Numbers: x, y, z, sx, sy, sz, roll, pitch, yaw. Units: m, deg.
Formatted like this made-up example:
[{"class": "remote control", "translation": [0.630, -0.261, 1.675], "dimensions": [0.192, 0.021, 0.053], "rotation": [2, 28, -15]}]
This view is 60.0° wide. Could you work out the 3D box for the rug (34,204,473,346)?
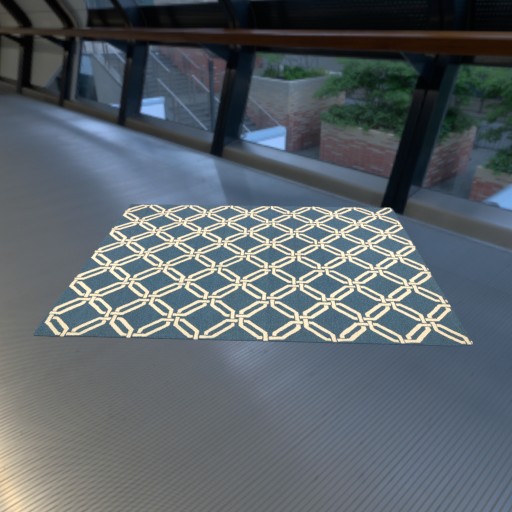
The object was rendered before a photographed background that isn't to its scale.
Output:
[{"class": "rug", "translation": [0.000, 0.000, 3.856], "dimensions": [2.867, 0.020, 2.277], "rotation": [1, 29, 2]}]
